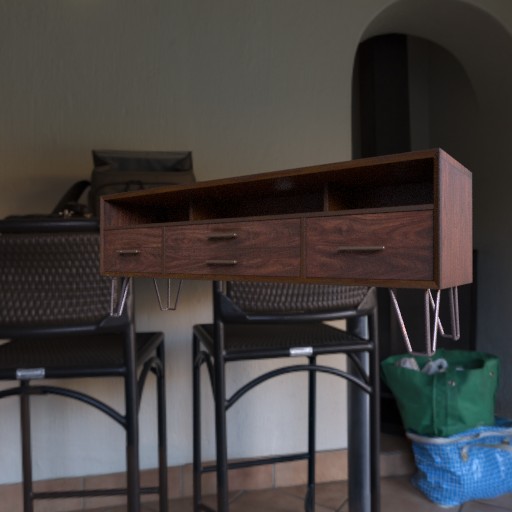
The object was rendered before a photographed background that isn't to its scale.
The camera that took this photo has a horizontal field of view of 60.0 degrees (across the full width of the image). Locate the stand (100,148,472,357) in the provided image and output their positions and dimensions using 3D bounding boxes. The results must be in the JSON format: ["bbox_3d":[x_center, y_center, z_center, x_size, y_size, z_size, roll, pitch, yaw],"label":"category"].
[{"bbox_3d":[0.000,0.000,1.922,1.626,0.610,0.481,0,0,36],"label":"stand"}]
